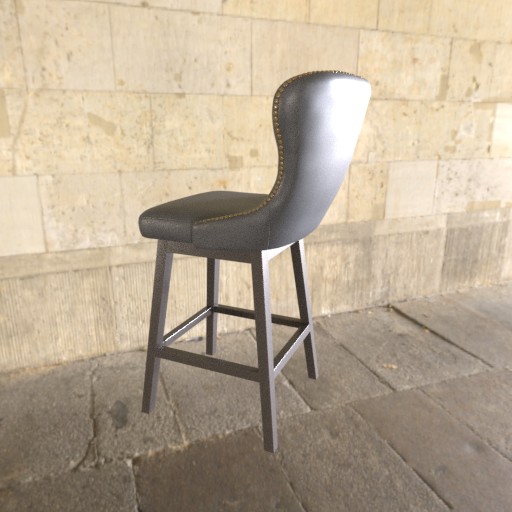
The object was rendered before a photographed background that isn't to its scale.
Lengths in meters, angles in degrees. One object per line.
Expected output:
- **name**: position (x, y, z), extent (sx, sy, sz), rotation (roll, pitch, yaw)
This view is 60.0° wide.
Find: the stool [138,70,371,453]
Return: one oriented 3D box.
- **stool**: position (0.000, 0.000, 1.315), extent (0.593, 0.971, 0.528), rotation (7, 18, 23)
